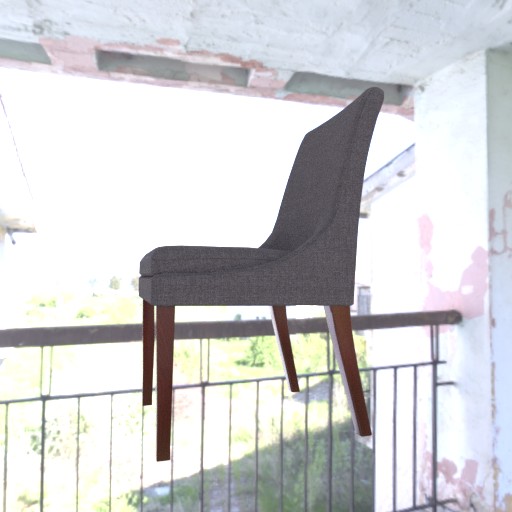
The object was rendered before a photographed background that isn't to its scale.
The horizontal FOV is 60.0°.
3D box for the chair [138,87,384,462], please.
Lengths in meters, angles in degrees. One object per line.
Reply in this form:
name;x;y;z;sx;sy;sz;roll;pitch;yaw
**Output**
chair;0.000;0.000;1.336;0.655;0.952;0.508;1;-3;-18
